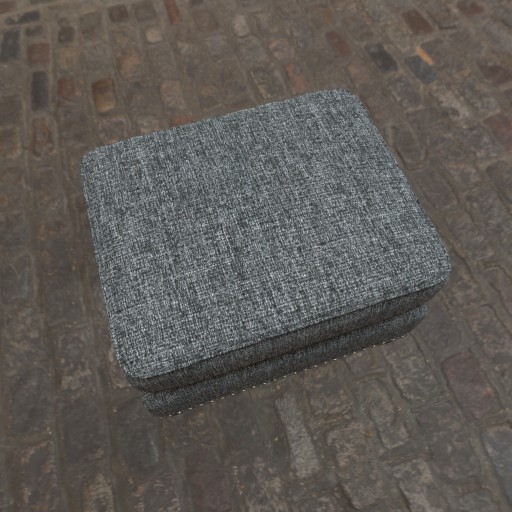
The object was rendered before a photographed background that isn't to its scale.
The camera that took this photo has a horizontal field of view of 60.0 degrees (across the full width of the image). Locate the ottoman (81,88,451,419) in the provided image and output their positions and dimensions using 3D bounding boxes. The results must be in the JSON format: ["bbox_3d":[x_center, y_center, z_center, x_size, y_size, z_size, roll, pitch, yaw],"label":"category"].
[{"bbox_3d":[0.000,0.000,1.158,0.738,0.537,0.589,-17,65,-8],"label":"ottoman"}]
